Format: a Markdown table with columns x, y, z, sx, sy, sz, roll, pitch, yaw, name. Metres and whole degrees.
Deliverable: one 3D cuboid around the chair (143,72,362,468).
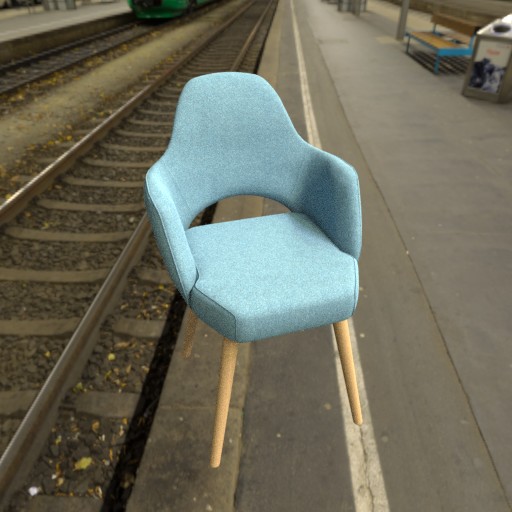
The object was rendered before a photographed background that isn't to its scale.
| x | y | z | sx | sy | sz | roll | pitch | yaw | name |
| --- | --- | --- | --- | --- | --- | --- | --- | --- | --- |
| 0.000 | 0.000 | 1.316 | 0.589 | 0.920 | 0.666 | -10 | 34 | -15 | chair |
